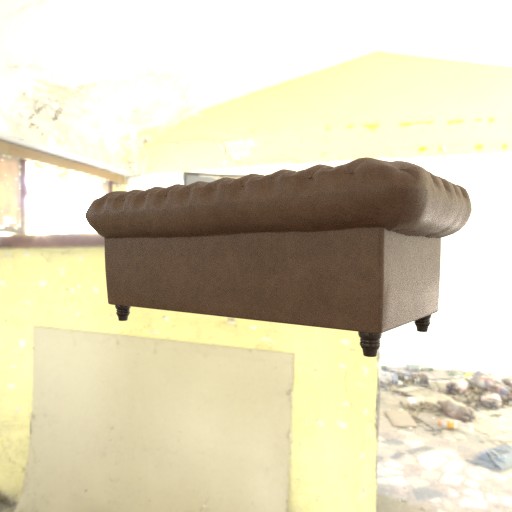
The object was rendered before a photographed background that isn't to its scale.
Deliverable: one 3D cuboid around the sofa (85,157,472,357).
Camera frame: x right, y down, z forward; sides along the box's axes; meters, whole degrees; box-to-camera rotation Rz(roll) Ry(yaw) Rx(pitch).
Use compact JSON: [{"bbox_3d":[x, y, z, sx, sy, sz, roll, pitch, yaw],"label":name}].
[{"bbox_3d":[0.000,0.000,2.465,2.048,0.784,0.955,0,0,37],"label":"sofa"}]
